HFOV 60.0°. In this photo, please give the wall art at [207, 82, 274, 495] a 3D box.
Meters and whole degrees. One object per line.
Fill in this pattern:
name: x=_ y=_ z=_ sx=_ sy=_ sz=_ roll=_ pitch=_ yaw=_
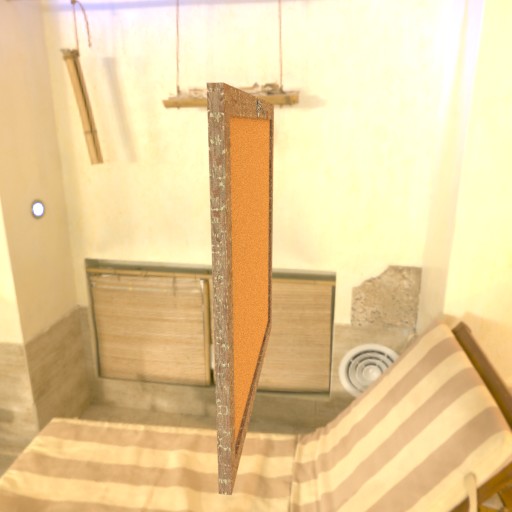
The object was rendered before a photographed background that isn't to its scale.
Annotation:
wall art: x=0.000 y=0.000 z=0.564 sx=0.022 sy=0.380 sz=0.380 roll=2 pitch=17 yaw=8
